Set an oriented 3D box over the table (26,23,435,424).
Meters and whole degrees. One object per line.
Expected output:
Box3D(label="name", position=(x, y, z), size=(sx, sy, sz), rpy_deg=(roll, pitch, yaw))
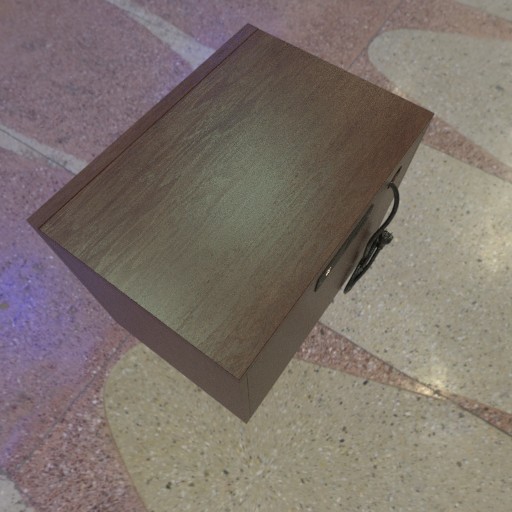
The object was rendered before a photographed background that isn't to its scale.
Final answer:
Box3D(label="table", position=(0.000, 0.000, 0.978), size=(0.449, 0.609, 0.557), rpy_deg=(33, 68, 15))
